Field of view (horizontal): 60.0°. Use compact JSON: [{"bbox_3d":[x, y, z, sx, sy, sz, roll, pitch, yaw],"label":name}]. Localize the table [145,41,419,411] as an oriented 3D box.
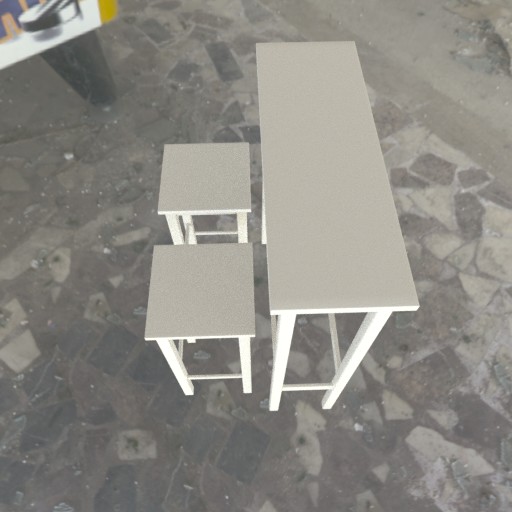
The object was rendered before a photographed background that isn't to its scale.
[{"bbox_3d":[0.000,0.000,1.604,0.650,1.065,0.915,-2,59,-1],"label":"table"}]
